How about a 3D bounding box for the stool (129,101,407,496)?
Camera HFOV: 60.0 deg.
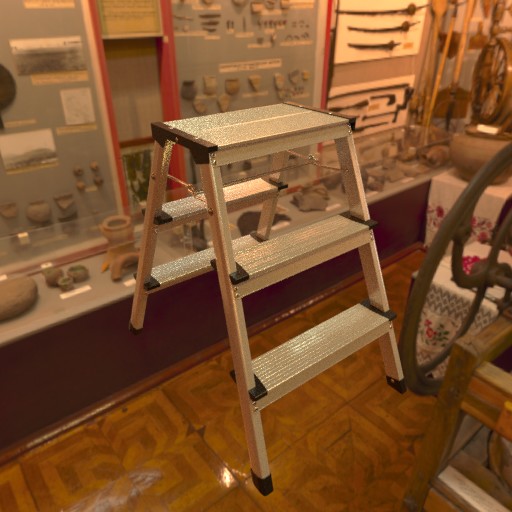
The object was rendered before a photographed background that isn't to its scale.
[{"bbox_3d":[0.000,0.000,1.004,0.437,0.605,0.622,-21,36,-32],"label":"stool"}]
